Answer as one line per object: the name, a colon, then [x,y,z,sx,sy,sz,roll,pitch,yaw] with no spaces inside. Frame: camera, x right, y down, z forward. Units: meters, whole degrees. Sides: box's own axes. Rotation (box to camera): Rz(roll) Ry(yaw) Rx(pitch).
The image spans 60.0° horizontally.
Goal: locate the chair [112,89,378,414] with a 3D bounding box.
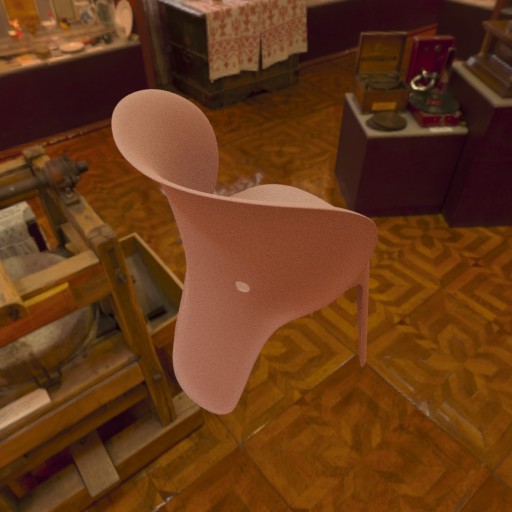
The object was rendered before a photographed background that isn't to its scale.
chair: [0.000,0.000,0.835,0.402,0.554,0.451,-27,49,-26]
